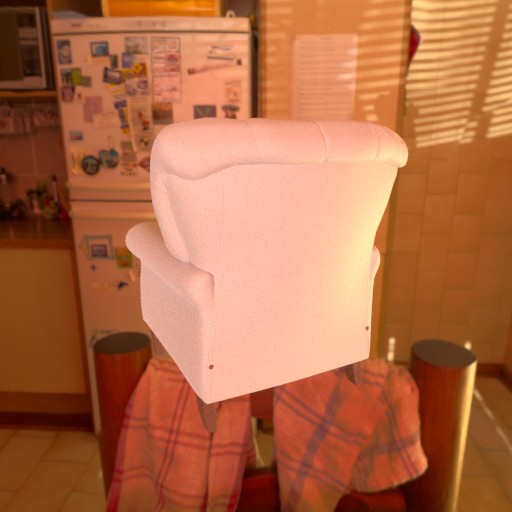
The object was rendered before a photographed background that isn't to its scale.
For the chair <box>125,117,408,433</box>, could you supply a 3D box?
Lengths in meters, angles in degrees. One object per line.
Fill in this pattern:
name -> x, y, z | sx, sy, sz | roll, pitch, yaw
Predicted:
chair -> 0.000, 0.000, 2.094 | 1.090, 1.217, 1.128 | -8, 17, -26
